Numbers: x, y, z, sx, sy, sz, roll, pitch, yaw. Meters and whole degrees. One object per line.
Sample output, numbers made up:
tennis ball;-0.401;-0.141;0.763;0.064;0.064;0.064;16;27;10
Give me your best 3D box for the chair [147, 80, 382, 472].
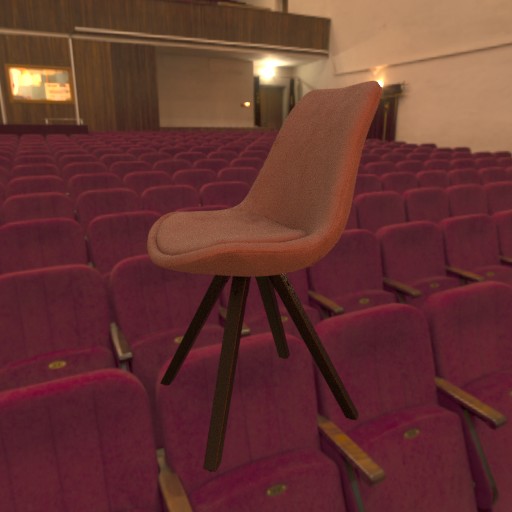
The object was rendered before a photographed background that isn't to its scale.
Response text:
chair;0.000;0.000;1.169;0.547;0.865;0.483;-7;17;-25
